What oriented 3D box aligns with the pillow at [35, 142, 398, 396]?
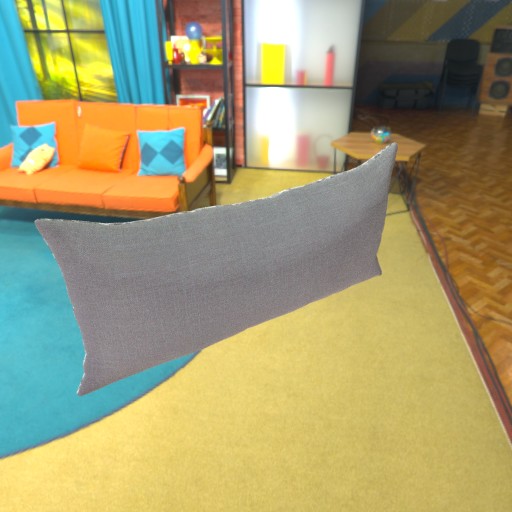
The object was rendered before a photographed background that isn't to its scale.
[{"bbox_3d":[0.000,0.000,0.734,0.631,0.290,0.148,-18,35,-27],"label":"pillow"}]
